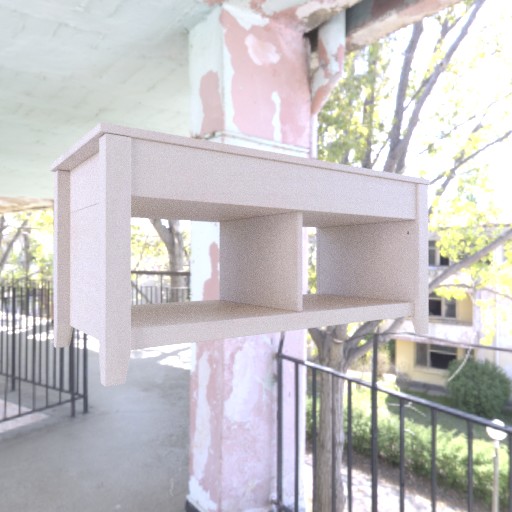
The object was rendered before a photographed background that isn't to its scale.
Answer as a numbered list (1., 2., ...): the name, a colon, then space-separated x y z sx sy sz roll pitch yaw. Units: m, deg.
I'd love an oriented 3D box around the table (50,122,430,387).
1. table: 0.000 0.000 1.284 1.016 0.483 0.457 0 0 -35
